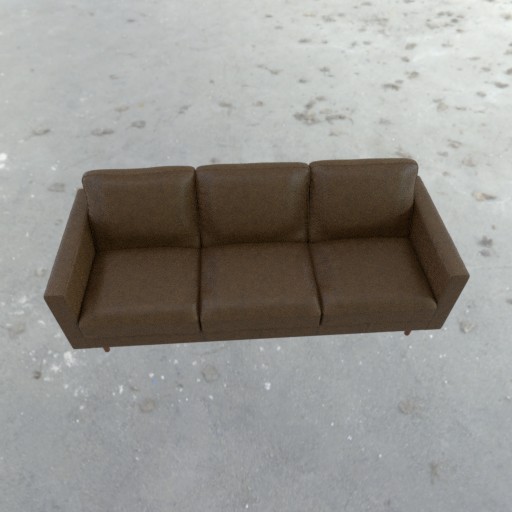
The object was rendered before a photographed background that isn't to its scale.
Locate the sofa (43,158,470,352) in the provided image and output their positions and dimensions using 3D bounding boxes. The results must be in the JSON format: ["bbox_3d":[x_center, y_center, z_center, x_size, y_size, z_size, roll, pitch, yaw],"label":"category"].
[{"bbox_3d":[0.000,0.000,2.741,2.231,0.930,0.903,-3,48,-2],"label":"sofa"}]
